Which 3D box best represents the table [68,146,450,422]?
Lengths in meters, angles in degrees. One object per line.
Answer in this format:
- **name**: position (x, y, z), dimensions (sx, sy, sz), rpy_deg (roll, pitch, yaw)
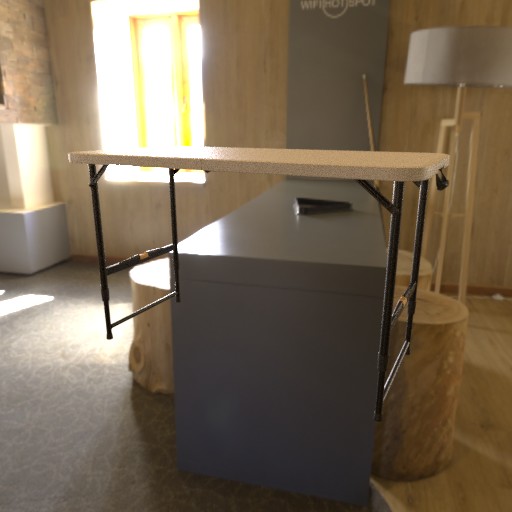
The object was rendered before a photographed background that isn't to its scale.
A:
- **table**: position (0.000, 0.000, 1.626), dimensions (1.245, 0.737, 0.611), rpy_deg (9, 19, 27)
